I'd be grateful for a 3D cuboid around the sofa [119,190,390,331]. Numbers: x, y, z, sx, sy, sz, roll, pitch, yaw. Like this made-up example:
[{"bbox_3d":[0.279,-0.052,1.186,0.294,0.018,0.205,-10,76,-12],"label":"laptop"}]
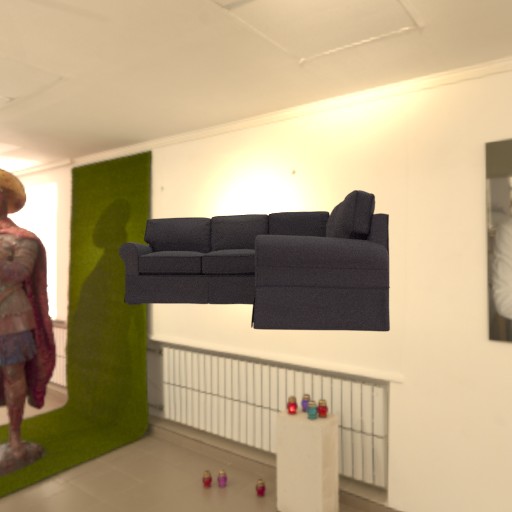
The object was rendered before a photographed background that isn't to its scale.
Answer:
[{"bbox_3d":[0.000,0.000,5.140,3.773,1.169,2.874,0,0,37],"label":"sofa"}]
